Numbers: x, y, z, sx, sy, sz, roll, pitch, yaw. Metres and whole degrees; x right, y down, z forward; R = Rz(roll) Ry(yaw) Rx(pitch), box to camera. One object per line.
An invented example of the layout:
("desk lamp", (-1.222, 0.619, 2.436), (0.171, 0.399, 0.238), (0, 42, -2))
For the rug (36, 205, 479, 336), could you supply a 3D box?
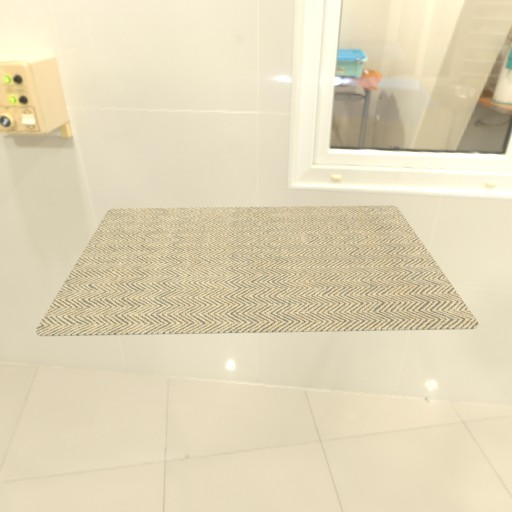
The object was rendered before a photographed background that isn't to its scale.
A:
("rug", (0.000, 0.000, 2.216), (1.752, 0.008, 1.144), (-1, 31, -1))
